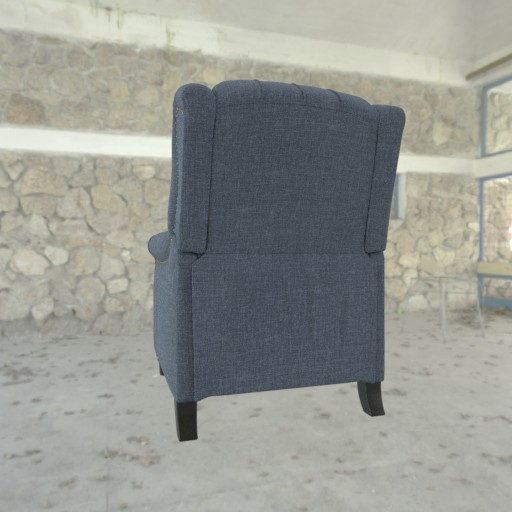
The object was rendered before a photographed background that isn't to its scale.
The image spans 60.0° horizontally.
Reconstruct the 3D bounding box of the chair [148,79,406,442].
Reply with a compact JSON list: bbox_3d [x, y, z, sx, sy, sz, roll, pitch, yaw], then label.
[{"bbox_3d":[0.000,0.000,1.652,0.742,1.035,0.898,0,1,-18],"label":"chair"}]
